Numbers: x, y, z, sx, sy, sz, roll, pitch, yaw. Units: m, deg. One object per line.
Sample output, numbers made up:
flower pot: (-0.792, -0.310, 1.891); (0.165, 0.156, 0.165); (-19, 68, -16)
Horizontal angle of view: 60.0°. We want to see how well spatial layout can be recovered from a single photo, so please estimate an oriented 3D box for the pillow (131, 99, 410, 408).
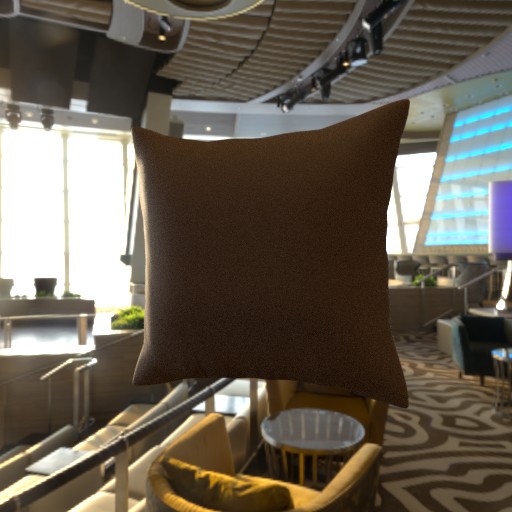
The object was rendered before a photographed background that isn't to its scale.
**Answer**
pillow: (0.000, 0.000, 0.691); (0.453, 0.443, 0.168); (0, 0, 19)
